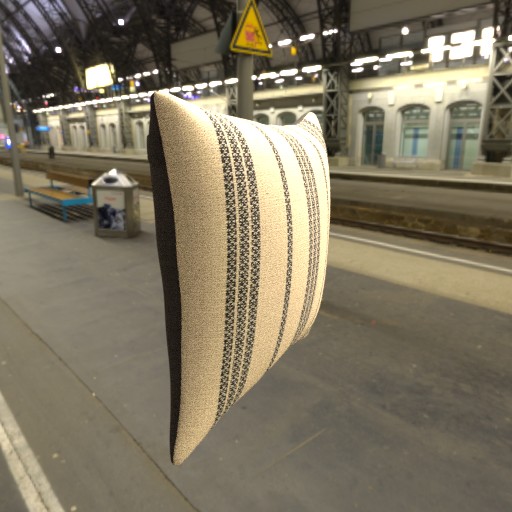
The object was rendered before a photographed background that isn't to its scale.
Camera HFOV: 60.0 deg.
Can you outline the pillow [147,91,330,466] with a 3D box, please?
[{"bbox_3d":[0.000,0.000,0.626,0.173,0.406,0.405,8,16,27],"label":"pillow"}]
